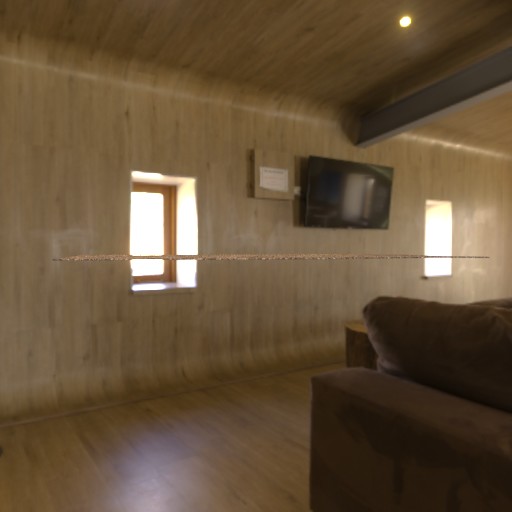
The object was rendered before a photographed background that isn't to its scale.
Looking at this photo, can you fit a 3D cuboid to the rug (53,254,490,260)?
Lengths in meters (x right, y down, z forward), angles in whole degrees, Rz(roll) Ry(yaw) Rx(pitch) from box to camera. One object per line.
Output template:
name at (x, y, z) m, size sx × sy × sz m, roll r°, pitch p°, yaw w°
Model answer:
rug at (0.000, 0.000, 5.292) m, size 4.093 × 0.020 × 2.997 m, roll 0°, pitch 1°, yaw -18°
